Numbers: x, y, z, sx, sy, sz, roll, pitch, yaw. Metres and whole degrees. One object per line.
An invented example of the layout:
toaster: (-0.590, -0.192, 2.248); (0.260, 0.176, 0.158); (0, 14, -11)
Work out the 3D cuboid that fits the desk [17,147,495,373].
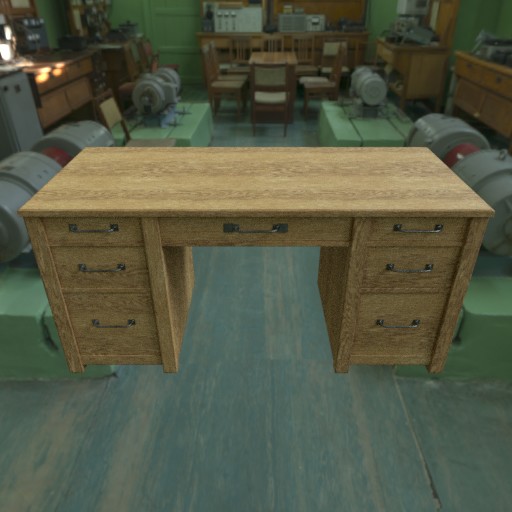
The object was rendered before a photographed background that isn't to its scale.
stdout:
desk: (0.000, 0.000, 1.928); (1.567, 0.751, 0.685); (0, 31, 0)
